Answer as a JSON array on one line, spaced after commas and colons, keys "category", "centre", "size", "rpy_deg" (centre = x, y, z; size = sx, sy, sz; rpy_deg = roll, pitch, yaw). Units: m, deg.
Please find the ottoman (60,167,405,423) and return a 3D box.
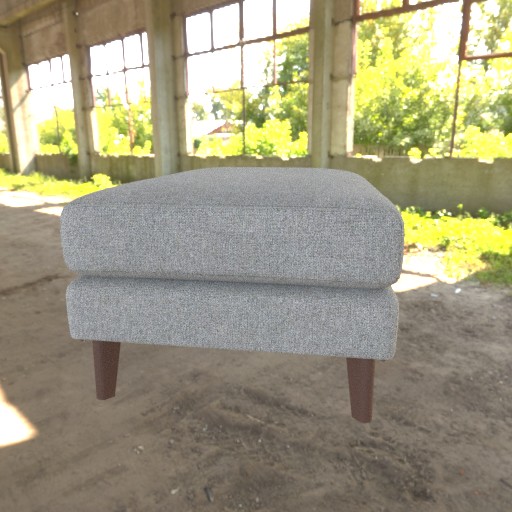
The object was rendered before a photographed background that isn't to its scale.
[{"category": "ottoman", "centre": [0.000, 0.000, 1.171], "size": [0.611, 0.441, 0.821], "rpy_deg": [2, 14, 8]}]
